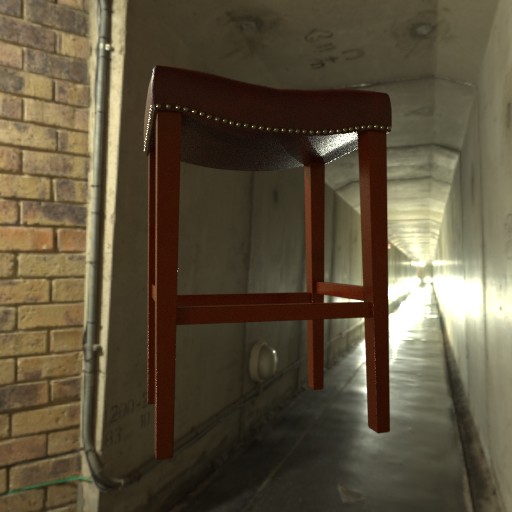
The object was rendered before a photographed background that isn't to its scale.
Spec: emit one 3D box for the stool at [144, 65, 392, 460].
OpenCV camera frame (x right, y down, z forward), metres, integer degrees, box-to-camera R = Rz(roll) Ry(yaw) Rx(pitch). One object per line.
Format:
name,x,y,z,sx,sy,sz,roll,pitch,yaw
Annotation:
stool,0.000,0.000,1.040,0.504,0.742,0.372,0,-1,-16
